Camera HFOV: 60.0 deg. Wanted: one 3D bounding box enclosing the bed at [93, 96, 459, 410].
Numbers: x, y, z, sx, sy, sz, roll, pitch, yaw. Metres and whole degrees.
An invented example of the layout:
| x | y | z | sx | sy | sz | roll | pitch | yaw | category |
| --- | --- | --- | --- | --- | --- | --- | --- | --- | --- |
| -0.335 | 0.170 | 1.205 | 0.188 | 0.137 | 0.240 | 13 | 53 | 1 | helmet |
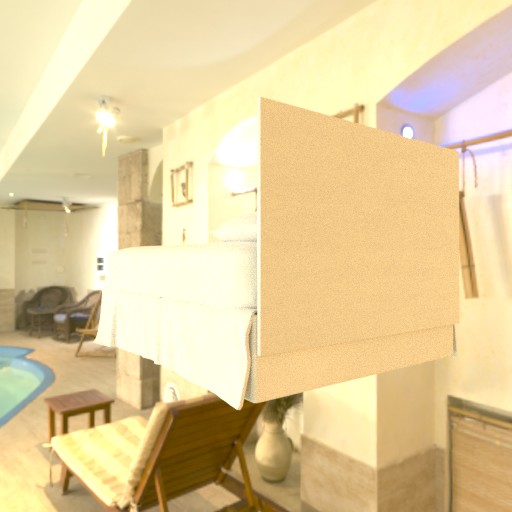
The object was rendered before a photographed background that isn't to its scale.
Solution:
| x | y | z | sx | sy | sz | roll | pitch | yaw | category |
| --- | --- | --- | --- | --- | --- | --- | --- | --- | --- |
| 0.000 | 0.000 | 3.169 | 1.745 | 1.335 | 2.094 | 0 | -1 | -37 | bed |
